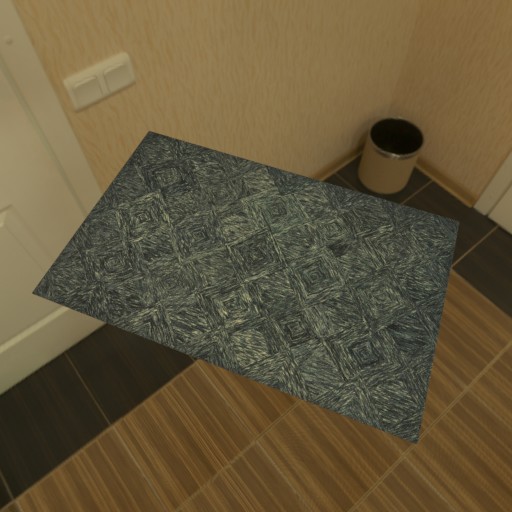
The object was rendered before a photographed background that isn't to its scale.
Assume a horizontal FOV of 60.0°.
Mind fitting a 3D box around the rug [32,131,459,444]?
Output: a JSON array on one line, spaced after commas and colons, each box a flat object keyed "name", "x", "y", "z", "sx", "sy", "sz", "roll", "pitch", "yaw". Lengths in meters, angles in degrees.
[{"name": "rug", "x": 0.000, "y": 0.000, "z": 2.814, "sx": 2.330, "sy": 0.017, "sz": 1.478, "roll": 19, "pitch": 61, "yaw": 11}]
